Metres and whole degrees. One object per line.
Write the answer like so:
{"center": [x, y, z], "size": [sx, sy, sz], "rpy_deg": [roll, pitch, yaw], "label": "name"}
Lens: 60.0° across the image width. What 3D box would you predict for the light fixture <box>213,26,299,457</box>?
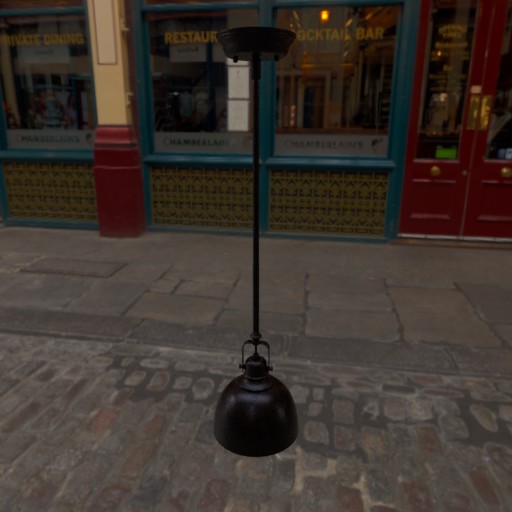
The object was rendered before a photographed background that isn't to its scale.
{"center": [0.000, 0.000, 0.848], "size": [0.182, 0.768, 0.182], "rpy_deg": [2, 16, 9], "label": "light fixture"}
